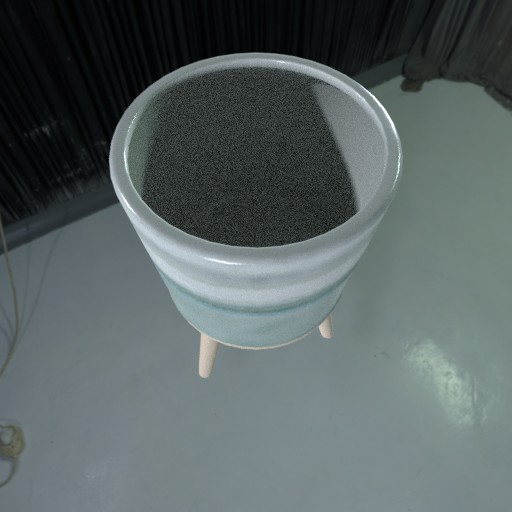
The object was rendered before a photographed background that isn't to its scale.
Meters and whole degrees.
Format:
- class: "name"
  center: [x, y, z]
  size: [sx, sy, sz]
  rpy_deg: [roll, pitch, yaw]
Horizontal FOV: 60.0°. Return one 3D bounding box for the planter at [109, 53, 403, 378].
- class: "planter"
  center: [0.000, 0.000, 0.573]
  size: [0.265, 0.404, 0.265]
  rpy_deg: [-31, 63, -18]
